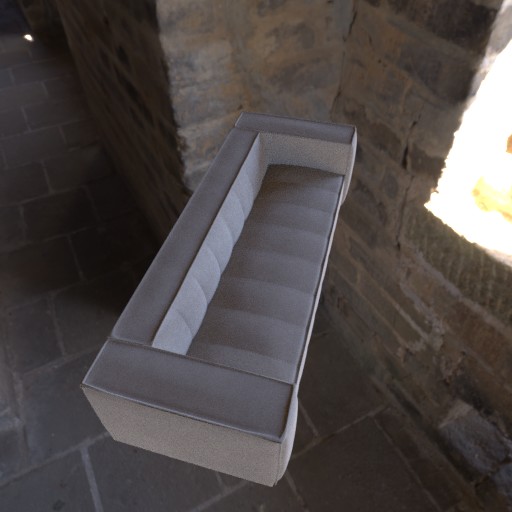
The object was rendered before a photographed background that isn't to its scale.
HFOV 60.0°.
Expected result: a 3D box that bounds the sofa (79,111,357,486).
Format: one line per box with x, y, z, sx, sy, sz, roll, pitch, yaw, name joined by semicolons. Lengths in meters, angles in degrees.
0.000;0.000;3.068;1.038;0.680;2.697;11;48;11;sofa
